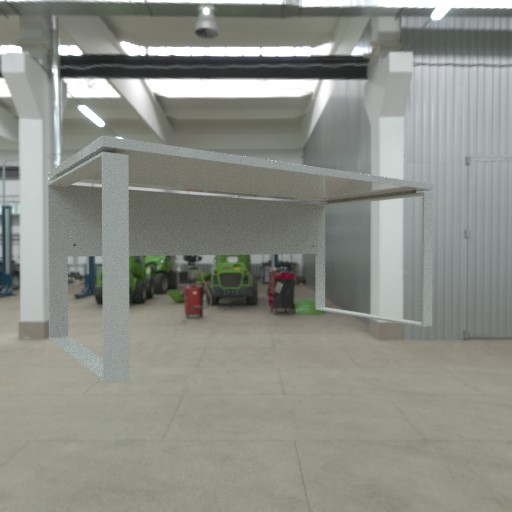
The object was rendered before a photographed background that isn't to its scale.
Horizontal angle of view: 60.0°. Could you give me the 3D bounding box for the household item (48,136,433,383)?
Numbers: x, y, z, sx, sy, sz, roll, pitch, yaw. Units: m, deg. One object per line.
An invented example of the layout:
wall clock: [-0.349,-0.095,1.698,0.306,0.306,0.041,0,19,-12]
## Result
household item: [0.000,0.000,2.145,1.700,0.745,0.800,-1,1,-36]
